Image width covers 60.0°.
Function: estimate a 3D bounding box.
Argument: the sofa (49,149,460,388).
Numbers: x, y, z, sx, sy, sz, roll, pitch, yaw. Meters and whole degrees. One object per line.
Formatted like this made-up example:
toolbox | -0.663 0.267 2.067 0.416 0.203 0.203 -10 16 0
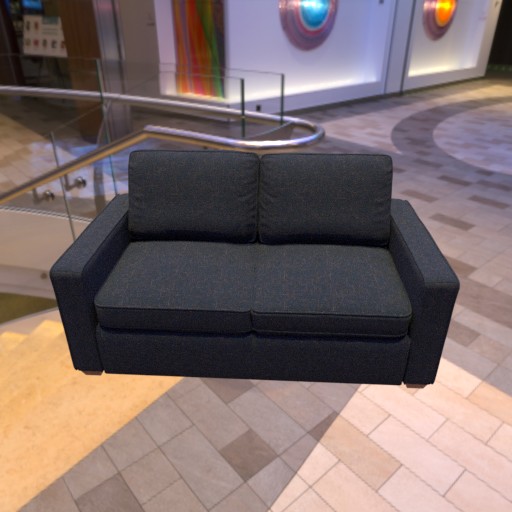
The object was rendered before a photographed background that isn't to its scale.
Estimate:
sofa | 0.000 0.000 2.267 1.709 0.918 0.947 2 29 3
